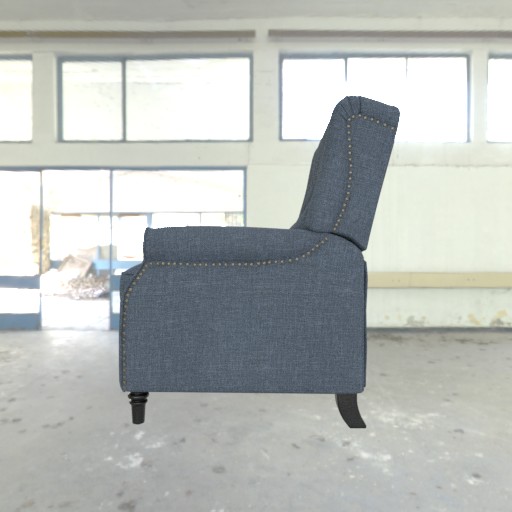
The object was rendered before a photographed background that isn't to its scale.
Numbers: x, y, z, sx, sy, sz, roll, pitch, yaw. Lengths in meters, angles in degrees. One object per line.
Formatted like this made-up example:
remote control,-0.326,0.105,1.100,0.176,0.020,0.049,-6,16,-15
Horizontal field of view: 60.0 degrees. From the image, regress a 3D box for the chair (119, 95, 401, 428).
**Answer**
chair,0.000,0.000,1.661,0.898,1.035,0.742,0,0,2
